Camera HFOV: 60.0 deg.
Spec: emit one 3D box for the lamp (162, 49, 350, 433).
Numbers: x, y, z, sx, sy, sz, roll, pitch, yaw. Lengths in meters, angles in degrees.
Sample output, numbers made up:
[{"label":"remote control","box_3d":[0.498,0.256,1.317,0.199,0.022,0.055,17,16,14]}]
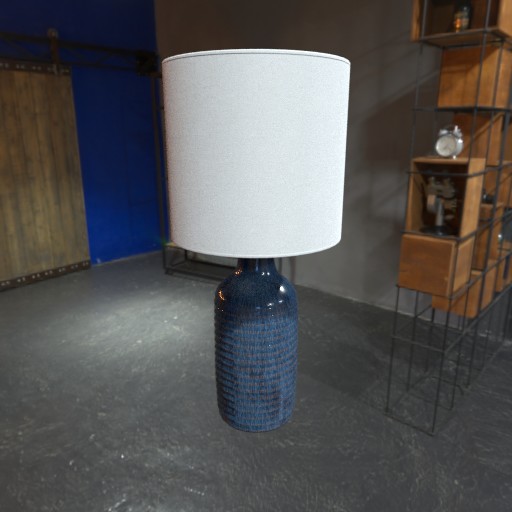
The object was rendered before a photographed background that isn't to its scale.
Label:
[{"label":"lamp","box_3d":[0.000,0.000,0.595,0.220,0.475,0.220,15,22,42]}]
